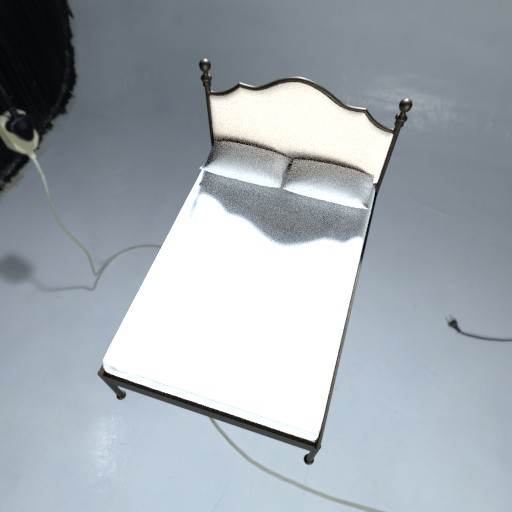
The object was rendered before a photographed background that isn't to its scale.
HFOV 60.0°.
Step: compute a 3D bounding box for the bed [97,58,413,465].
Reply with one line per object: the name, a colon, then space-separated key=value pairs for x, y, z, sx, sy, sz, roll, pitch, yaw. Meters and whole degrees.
bed: x=0.000 y=0.000 z=3.136 sx=1.533 sy=1.462 sz=2.170 roll=15 pitch=59 yaw=9
